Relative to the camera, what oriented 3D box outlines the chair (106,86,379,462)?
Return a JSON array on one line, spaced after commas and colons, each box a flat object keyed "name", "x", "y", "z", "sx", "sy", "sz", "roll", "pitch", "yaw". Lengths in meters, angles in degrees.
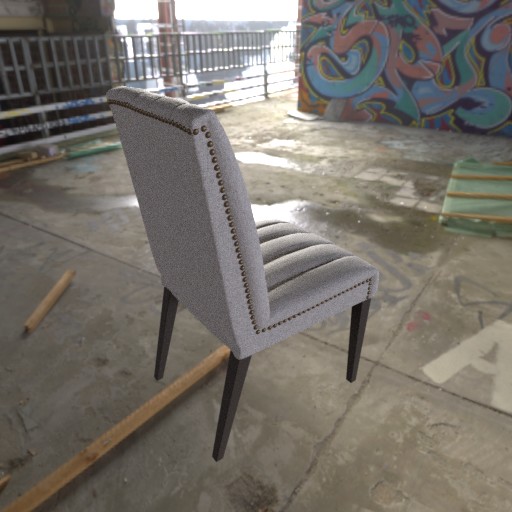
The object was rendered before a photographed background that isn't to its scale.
[{"name": "chair", "x": 0.000, "y": 0.000, "z": 1.395, "sx": 0.647, "sy": 1.016, "sz": 0.511, "roll": -19, "pitch": 33, "yaw": -31}]
